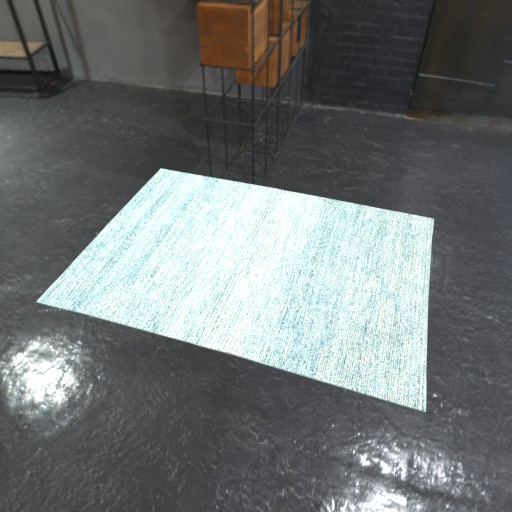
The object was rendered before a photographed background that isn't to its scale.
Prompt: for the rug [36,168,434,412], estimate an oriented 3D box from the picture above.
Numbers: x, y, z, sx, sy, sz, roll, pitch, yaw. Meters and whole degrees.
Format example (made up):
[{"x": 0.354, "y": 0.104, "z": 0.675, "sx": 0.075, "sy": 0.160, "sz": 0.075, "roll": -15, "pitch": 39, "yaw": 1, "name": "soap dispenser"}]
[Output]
[{"x": 0.000, "y": 0.000, "z": 2.964, "sx": 2.260, "sy": 0.026, "sz": 1.611, "roll": 13, "pitch": 44, "yaw": 14, "name": "rug"}]
